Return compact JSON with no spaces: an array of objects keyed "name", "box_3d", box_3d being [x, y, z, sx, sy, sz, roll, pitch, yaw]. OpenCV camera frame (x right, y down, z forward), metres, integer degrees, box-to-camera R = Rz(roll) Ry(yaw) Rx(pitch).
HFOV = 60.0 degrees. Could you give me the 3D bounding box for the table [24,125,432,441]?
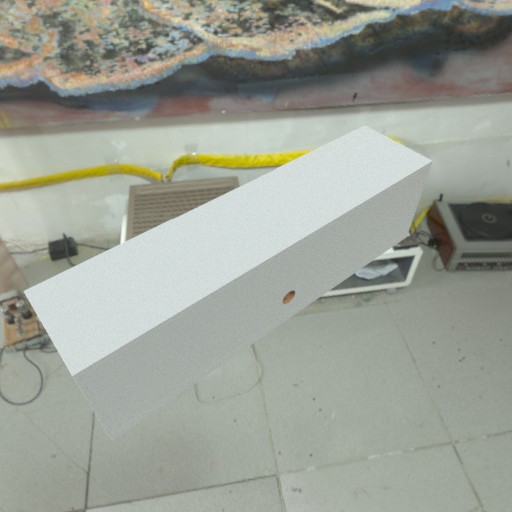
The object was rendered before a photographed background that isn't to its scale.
[{"name":"table","box_3d":[0.000,0.000,1.754,1.550,0.440,0.400,-30,53,-26]}]
